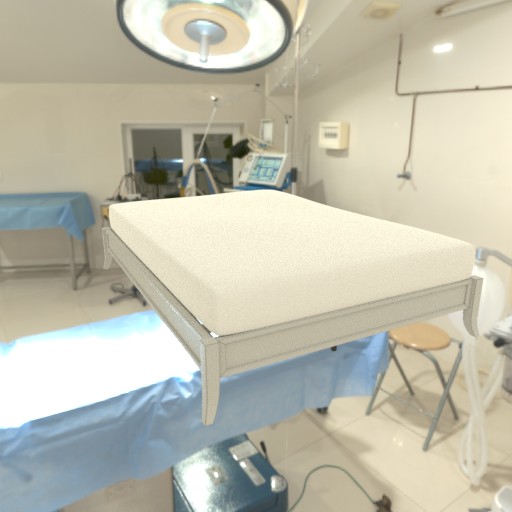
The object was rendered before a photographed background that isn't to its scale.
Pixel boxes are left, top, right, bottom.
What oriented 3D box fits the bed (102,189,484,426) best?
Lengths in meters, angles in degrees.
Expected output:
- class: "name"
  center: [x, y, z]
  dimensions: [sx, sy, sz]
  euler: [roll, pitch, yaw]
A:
- class: "bed"
  center: [0.000, 0.000, 2.640]
  dimensions: [1.460, 0.510, 1.985]
  euler: [-9, 19, -27]
